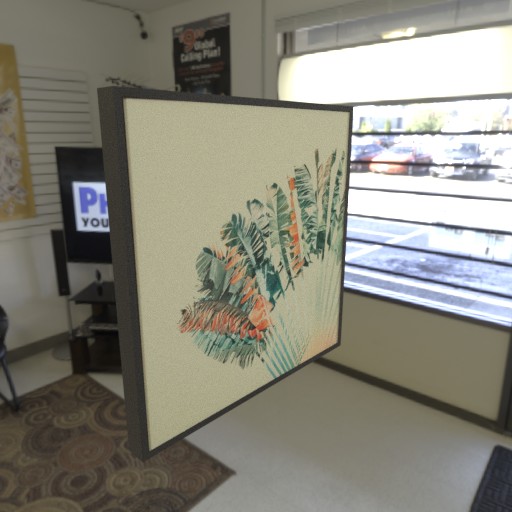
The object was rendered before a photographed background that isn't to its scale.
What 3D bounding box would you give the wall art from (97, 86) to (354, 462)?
[{"bbox_3d":[0.000,0.000,0.759,0.037,0.507,0.509,14,21,42],"label":"wall art"}]
